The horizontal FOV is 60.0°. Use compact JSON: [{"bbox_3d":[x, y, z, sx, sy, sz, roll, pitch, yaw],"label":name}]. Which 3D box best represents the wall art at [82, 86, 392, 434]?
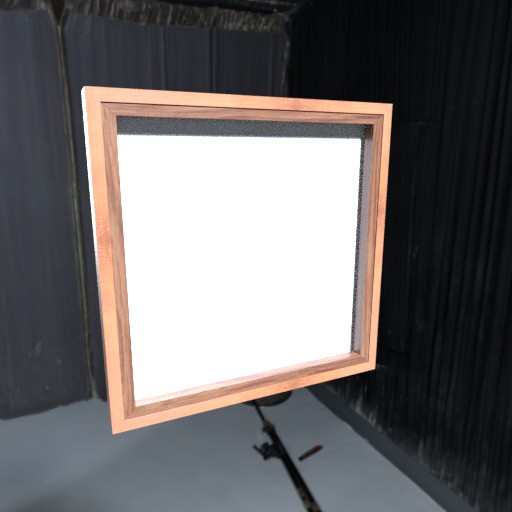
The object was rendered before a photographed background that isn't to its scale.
[{"bbox_3d":[0.000,0.000,0.596,0.403,0.403,0.035,-6,14,-24],"label":"wall art"}]
